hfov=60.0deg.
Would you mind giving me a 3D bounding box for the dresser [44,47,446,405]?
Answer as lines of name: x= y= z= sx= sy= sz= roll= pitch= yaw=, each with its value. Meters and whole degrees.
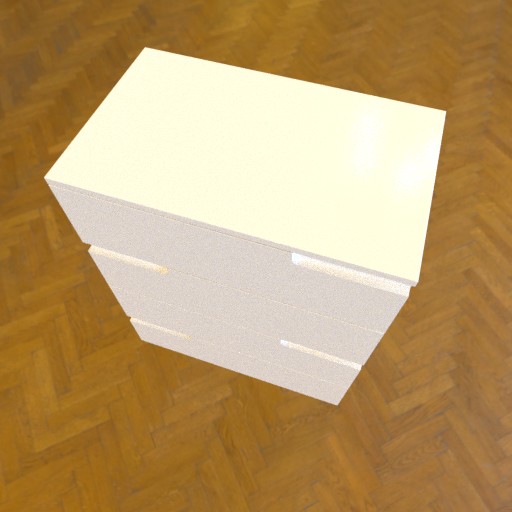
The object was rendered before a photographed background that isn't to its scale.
dresser: x=0.000 y=0.000 z=1.161 sx=0.650 sy=0.800 sz=0.400 roll=16 pitch=60 yaw=10
